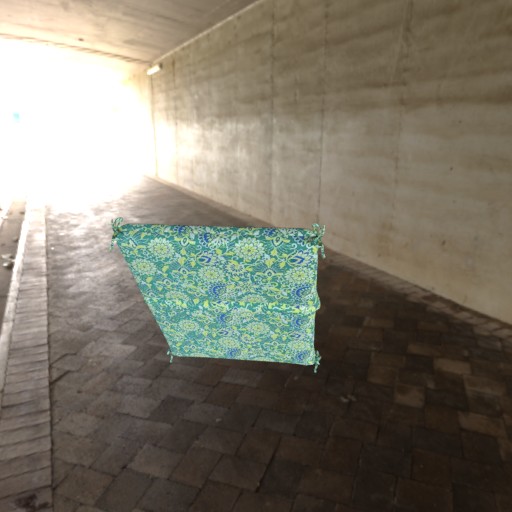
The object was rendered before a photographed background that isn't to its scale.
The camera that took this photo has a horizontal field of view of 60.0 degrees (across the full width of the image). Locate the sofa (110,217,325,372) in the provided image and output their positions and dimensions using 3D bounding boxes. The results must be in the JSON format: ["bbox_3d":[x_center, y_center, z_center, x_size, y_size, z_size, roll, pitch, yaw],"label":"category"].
[{"bbox_3d":[0.000,0.000,1.938,0.582,0.622,1.663,2,16,7],"label":"sofa"}]
